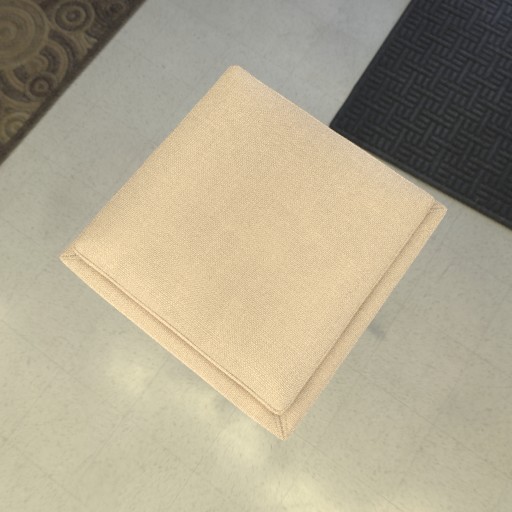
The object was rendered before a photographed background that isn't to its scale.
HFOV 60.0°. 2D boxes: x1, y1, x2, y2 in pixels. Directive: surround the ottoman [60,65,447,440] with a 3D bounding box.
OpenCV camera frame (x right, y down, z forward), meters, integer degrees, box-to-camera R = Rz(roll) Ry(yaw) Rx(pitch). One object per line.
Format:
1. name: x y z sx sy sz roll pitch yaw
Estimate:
1. ottoman: 0.000 0.000 0.836 0.450 0.460 0.451 37 79 8
